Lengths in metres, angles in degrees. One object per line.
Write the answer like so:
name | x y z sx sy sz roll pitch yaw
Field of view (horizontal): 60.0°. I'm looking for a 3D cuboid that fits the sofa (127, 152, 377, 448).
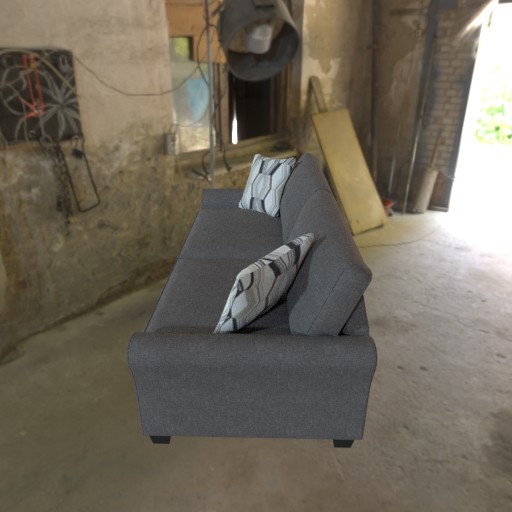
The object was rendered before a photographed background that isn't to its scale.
sofa | 0.000 0.000 2.473 0.889 0.813 2.032 1 24 1
